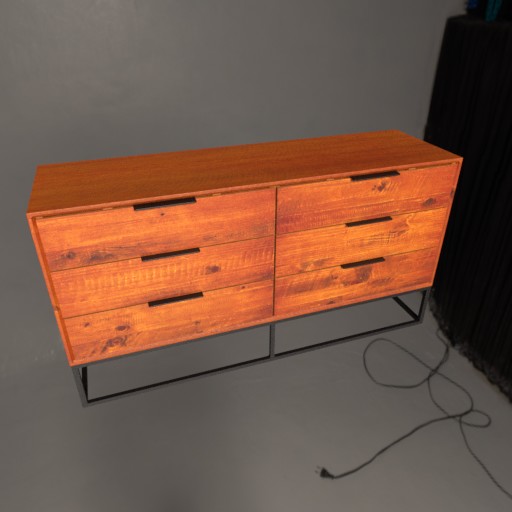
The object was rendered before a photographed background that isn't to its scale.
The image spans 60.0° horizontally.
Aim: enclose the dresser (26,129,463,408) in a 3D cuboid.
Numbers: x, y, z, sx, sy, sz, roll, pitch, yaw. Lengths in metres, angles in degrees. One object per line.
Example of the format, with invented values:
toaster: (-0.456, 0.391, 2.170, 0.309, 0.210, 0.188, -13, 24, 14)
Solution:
dresser: (0.000, 0.000, 1.857, 1.536, 0.810, 0.464, -10, 32, -16)
